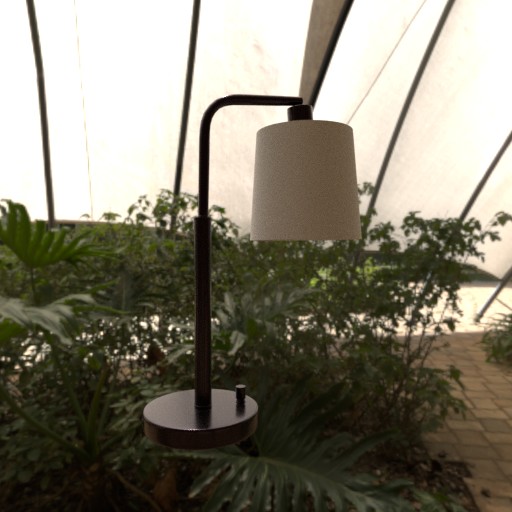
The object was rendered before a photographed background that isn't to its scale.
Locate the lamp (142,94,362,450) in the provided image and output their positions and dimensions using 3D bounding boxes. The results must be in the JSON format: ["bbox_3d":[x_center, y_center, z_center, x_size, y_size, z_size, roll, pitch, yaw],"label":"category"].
[{"bbox_3d":[0.000,0.000,0.663,0.333,0.489,0.171,0,1,-19],"label":"lamp"}]
